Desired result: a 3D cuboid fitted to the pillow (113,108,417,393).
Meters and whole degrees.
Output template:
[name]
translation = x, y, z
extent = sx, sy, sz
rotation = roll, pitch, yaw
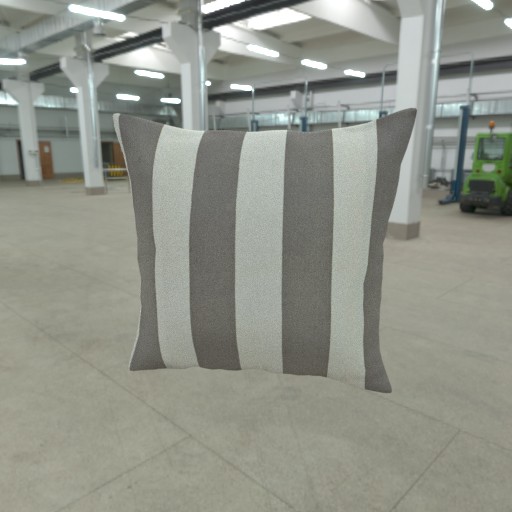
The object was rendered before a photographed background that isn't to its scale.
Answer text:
[pillow]
translation = 0.000, 0.000, 0.808
extent = 0.522, 0.507, 0.192
rotation = 2, 13, 9
